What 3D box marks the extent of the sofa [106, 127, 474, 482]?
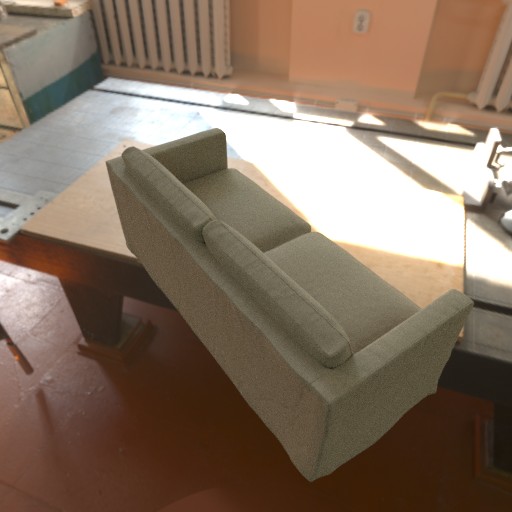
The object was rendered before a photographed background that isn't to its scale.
[{"bbox_3d":[0.000,0.000,2.729,0.956,0.847,2.296,-25,47,-26],"label":"sofa"}]
